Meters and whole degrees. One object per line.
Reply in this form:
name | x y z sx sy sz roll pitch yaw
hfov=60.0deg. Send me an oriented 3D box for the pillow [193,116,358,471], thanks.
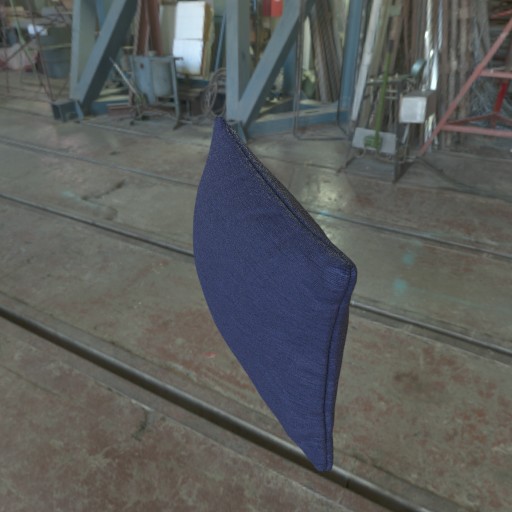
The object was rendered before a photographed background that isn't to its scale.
pillow | 0.000 0.000 0.780 0.210 0.338 0.633 -9 32 -14
